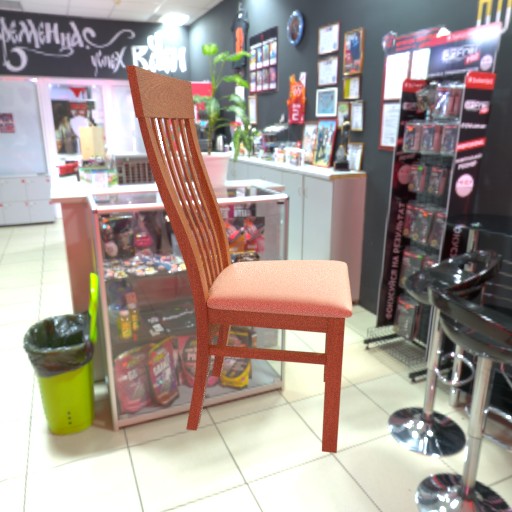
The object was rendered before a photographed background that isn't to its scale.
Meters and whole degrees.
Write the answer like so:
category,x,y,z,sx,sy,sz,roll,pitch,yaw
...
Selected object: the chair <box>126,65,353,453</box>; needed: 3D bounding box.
category,x,y,z,sx,sy,sz,roll,pitch,yaw
chair,0.000,0.000,1.372,0.580,1.050,0.450,3,17,9
